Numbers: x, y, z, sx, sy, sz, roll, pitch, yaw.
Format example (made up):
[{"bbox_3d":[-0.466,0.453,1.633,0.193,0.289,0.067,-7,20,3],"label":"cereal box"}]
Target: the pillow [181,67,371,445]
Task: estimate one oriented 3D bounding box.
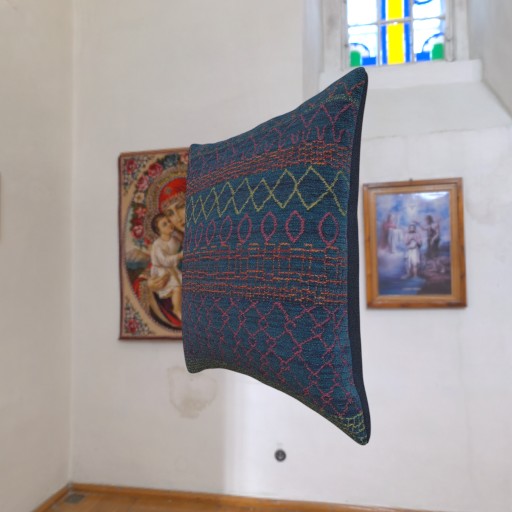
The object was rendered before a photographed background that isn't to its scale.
[{"bbox_3d":[0.000,0.000,0.666,0.141,0.431,0.431,1,-2,-35],"label":"pillow"}]
